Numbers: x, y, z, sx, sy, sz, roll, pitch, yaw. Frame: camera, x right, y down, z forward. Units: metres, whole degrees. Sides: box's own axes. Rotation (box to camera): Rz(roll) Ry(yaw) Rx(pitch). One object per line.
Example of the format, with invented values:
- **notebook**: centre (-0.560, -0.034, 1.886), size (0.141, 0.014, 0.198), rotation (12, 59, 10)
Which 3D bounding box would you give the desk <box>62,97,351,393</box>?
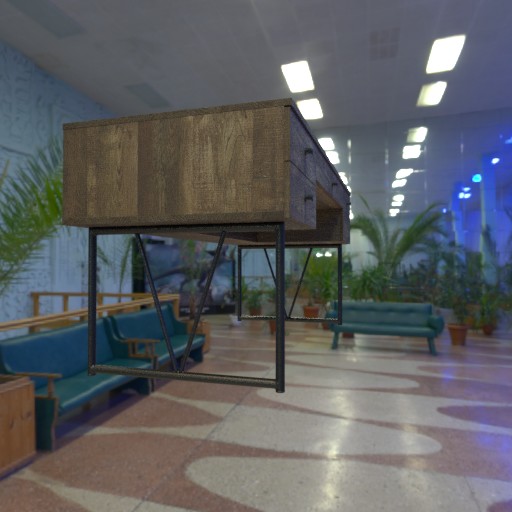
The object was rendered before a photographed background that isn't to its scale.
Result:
- **desk**: centre (0.000, 0.000, 1.992), size (0.730, 0.780, 1.600), rotation (0, -1, 17)
